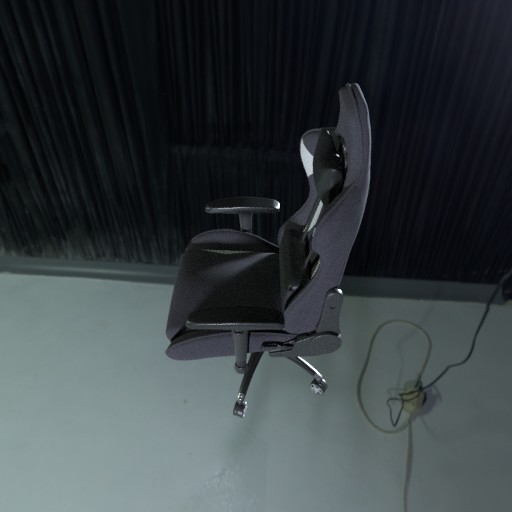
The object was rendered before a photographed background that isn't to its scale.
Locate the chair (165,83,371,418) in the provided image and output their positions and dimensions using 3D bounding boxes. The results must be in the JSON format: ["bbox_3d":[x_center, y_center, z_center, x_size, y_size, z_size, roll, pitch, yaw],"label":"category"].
[{"bbox_3d":[0.000,0.000,1.725,0.695,1.300,0.730,0,41,1],"label":"chair"}]
